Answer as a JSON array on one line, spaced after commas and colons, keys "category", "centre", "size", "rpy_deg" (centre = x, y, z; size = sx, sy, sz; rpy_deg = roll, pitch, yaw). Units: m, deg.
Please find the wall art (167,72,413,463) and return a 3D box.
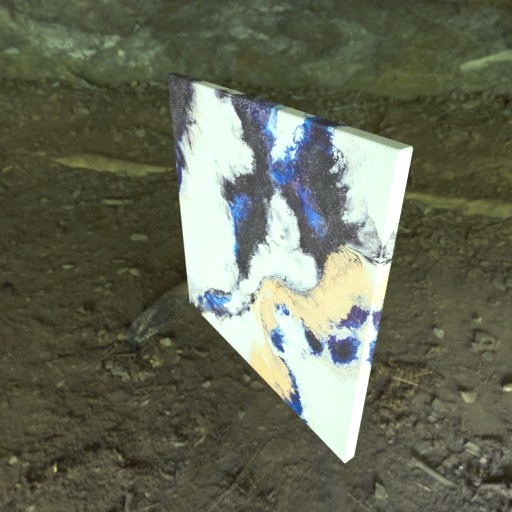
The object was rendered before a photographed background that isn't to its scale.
[{"category": "wall art", "centre": [0.000, 0.000, 1.299], "size": [0.038, 0.885, 0.887], "rpy_deg": [-21, 38, -30]}]
